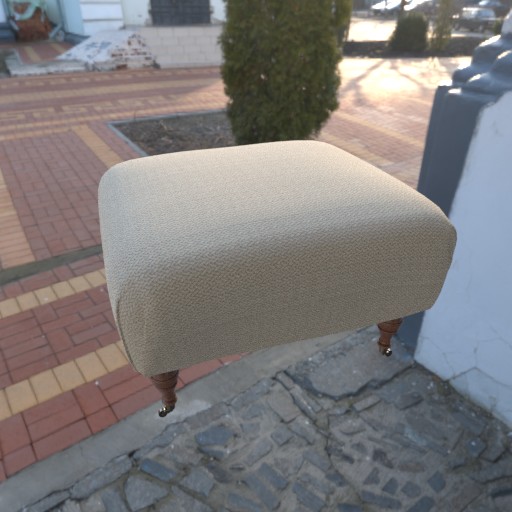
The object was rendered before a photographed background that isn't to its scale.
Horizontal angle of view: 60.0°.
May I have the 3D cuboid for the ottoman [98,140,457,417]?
[{"bbox_3d":[0.000,0.000,1.076,0.684,0.447,0.622,-10,31,-17],"label":"ottoman"}]
